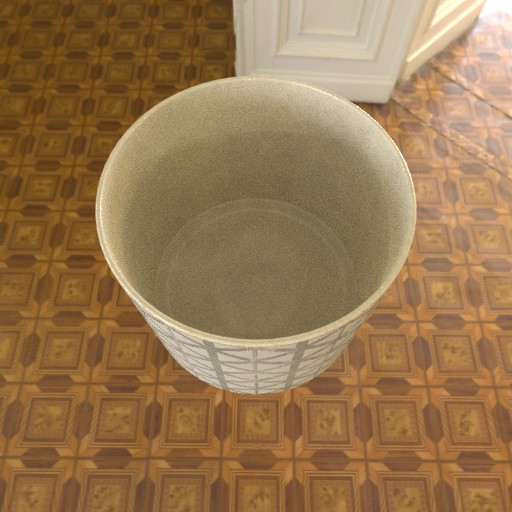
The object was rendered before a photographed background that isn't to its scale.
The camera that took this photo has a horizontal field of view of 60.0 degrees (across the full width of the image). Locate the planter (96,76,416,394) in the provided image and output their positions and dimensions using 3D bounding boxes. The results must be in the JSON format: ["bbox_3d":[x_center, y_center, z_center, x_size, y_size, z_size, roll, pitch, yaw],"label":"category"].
[{"bbox_3d":[0.000,0.000,0.455,0.250,0.239,0.250,0,64,0],"label":"planter"}]
